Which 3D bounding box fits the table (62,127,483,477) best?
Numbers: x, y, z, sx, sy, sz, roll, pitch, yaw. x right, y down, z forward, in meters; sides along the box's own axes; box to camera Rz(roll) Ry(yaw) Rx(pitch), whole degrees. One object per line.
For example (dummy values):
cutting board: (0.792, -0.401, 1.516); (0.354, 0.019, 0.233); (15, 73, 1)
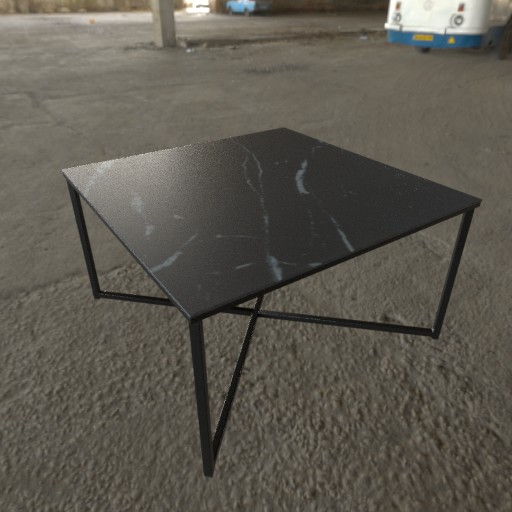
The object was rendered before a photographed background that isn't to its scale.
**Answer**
table: (0.000, 0.000, 1.292); (0.800, 0.450, 0.800); (-19, 36, -29)
